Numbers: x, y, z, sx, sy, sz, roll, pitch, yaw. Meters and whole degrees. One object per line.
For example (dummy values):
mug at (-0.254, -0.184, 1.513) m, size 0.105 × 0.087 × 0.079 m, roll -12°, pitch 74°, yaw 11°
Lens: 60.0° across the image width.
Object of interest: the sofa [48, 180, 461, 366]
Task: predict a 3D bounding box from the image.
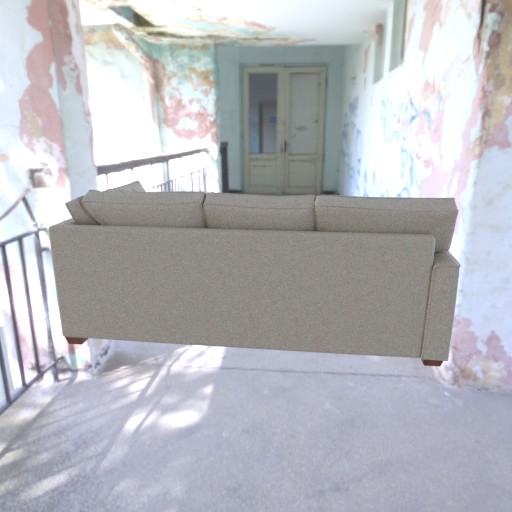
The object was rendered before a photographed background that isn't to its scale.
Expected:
sofa at (0.000, 0.000, 2.989) m, size 2.317 × 0.962 × 1.061 m, roll 2°, pitch 17°, yaw 7°
